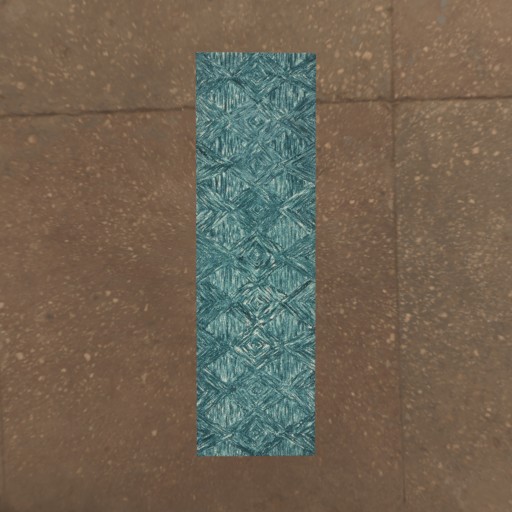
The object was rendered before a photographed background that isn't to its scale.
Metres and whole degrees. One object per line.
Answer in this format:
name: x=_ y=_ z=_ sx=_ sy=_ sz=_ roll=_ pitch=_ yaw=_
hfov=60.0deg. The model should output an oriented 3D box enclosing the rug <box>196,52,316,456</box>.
rug: x=0.000 y=0.000 z=2.514 sx=0.676 sy=0.016 sz=2.286 roll=0 pitch=91 yaw=-1
